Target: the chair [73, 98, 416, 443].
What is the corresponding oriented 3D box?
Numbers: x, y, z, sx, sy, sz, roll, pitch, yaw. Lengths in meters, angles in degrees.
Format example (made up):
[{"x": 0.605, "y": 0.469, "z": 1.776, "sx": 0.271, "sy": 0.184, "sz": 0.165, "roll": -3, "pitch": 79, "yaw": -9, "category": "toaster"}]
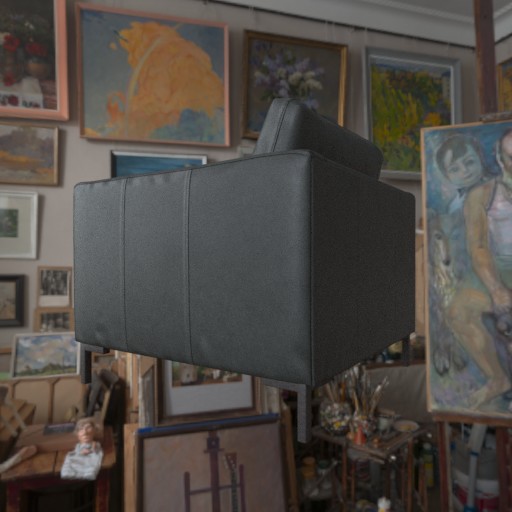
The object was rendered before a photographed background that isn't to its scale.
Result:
[{"x": 0.000, "y": 0.000, "z": 1.486, "sx": 0.861, "sy": 0.824, "sz": 0.967, "roll": 0, "pitch": 0, "yaw": 34, "category": "chair"}]
